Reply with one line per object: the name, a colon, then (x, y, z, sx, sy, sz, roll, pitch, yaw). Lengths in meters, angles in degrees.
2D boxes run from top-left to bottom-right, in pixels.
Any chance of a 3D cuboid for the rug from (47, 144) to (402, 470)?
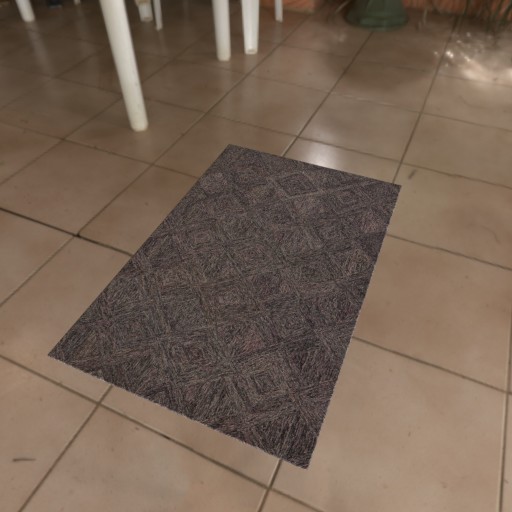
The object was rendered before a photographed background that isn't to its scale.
rug: (0.000, 0.000, 2.951, 1.501, 0.017, 2.298, 17, 49, 16)
